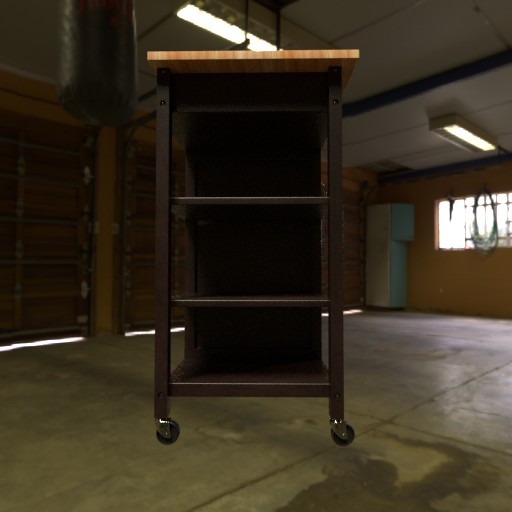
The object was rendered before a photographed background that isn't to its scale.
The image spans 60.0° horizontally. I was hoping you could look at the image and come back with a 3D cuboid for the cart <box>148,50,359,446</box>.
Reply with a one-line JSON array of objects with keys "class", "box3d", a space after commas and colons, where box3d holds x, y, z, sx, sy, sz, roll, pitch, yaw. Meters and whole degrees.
[{"class": "cart", "box3d": [0.000, 0.000, 1.422, 0.472, 0.878, 0.914, 0, -2, 1]}]
